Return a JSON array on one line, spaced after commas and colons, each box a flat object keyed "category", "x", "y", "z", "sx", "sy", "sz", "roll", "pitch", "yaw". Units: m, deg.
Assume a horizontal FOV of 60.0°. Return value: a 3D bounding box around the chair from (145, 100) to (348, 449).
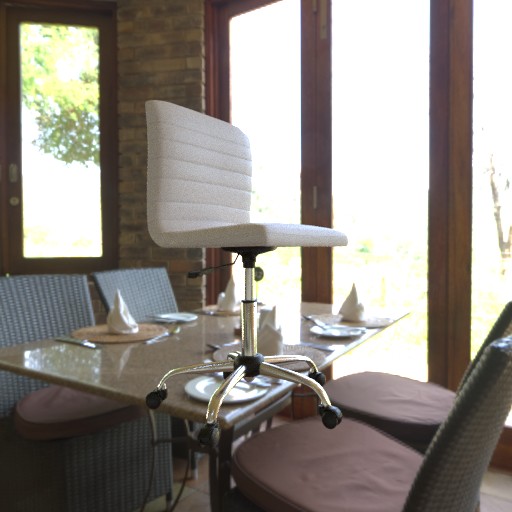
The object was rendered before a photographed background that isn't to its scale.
[{"category": "chair", "x": 0.000, "y": 0.000, "z": 1.093, "sx": 0.455, "sy": 0.750, "sz": 0.520, "roll": 1, "pitch": 1, "yaw": 36}]
